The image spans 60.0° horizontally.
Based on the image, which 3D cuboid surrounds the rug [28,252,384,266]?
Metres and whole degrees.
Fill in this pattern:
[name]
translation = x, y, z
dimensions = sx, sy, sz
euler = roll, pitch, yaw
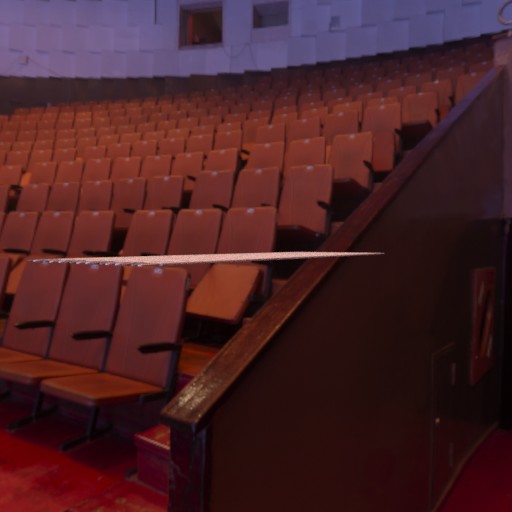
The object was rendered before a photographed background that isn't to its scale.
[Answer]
[rug]
translation = 0.000, 0.000, 2.741
dimensions = 0.769, 0.013, 2.440
euler = 1, 2, 35
